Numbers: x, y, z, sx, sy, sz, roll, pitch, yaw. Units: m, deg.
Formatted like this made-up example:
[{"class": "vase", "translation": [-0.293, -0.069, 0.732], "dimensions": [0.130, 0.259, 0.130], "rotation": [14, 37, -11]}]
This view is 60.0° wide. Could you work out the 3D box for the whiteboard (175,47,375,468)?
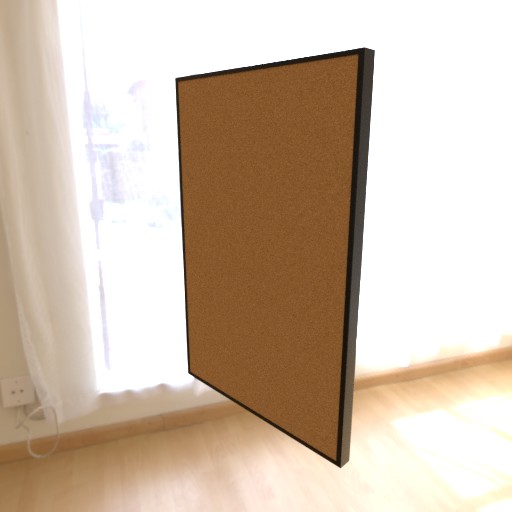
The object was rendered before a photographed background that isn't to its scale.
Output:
[{"class": "whiteboard", "translation": [0.000, 0.000, 0.767], "dimensions": [0.026, 0.611, 0.406], "rotation": [-14, 20, -42]}]
